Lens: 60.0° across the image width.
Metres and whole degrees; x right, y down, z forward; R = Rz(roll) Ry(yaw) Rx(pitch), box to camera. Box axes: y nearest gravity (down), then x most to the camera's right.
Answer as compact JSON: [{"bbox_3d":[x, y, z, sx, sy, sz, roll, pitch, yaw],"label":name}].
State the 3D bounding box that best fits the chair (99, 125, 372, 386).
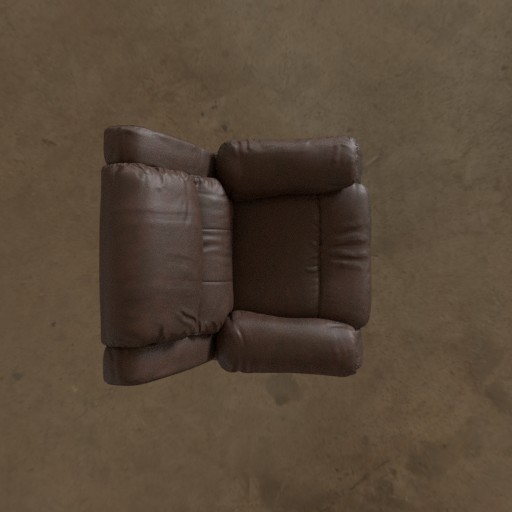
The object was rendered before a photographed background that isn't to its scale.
[{"bbox_3d":[0.000,0.000,1.273,0.707,0.702,0.680,0,90,0],"label":"chair"}]
